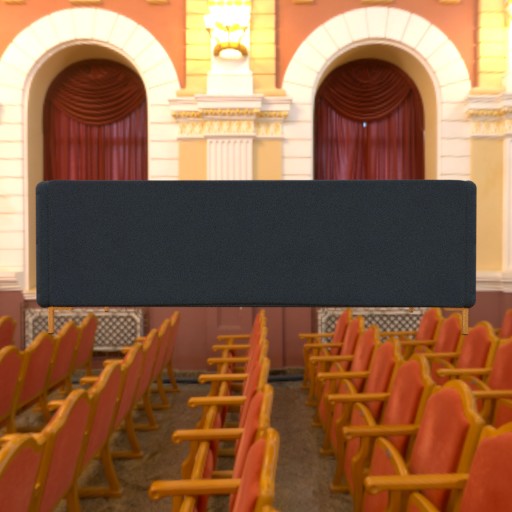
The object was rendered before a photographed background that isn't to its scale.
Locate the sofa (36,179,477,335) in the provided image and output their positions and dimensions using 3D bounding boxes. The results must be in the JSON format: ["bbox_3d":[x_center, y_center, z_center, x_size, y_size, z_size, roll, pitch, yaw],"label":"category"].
[{"bbox_3d":[0.000,0.000,2.602,2.209,0.771,0.895,0,1,1],"label":"sofa"}]
